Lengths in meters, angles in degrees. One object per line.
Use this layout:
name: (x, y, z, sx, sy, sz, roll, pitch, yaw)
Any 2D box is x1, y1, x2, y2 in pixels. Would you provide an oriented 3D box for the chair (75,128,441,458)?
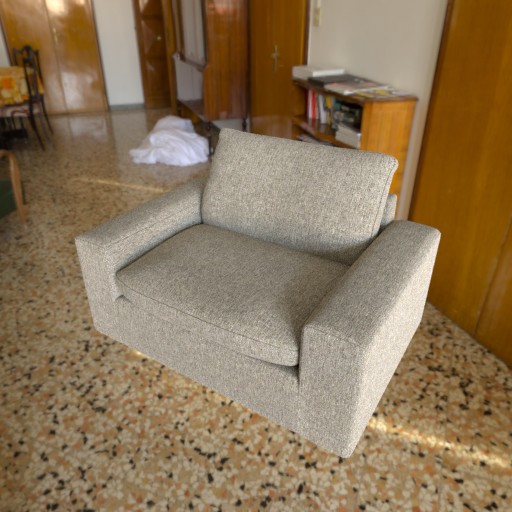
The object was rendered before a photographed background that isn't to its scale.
chair: (0.000, 0.000, 2.067, 1.398, 0.915, 1.039, 18, 34, 28)
